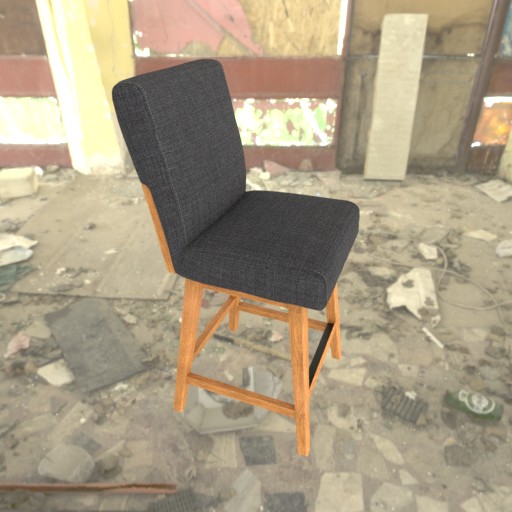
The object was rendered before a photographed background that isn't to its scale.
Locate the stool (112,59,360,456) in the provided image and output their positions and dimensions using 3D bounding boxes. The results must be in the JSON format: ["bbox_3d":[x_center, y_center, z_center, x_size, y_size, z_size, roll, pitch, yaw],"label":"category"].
[{"bbox_3d":[0.000,0.000,1.305,0.526,1.010,0.459,12,33,19],"label":"stool"}]
